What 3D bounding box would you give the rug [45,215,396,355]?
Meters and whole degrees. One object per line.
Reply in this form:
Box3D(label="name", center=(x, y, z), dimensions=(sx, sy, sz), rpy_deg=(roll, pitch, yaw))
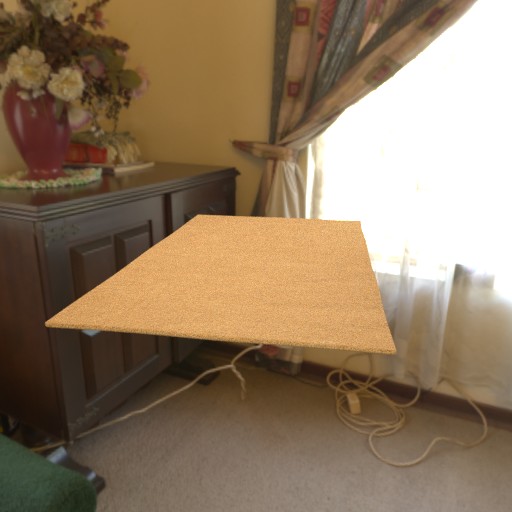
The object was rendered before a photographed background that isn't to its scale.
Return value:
Box3D(label="rug", center=(0.000, 0.000, 2.948), dimensions=(1.500, 0.025, 2.346), rpy_deg=(3, 17, 9))
